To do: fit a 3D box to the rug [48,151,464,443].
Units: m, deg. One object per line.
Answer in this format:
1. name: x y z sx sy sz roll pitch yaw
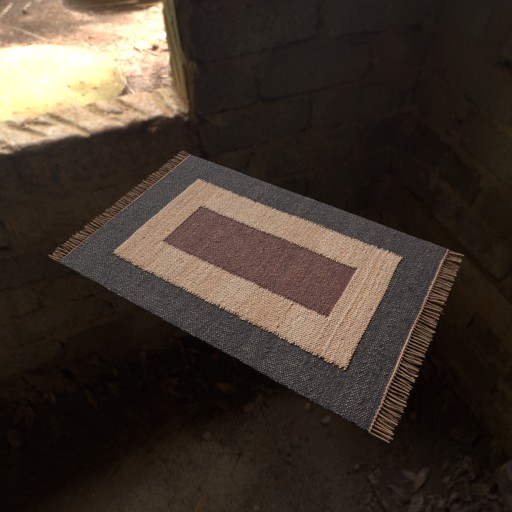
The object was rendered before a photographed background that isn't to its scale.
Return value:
1. rug: 0.000 0.000 2.494 2.021 0.027 1.224 24 51 21
